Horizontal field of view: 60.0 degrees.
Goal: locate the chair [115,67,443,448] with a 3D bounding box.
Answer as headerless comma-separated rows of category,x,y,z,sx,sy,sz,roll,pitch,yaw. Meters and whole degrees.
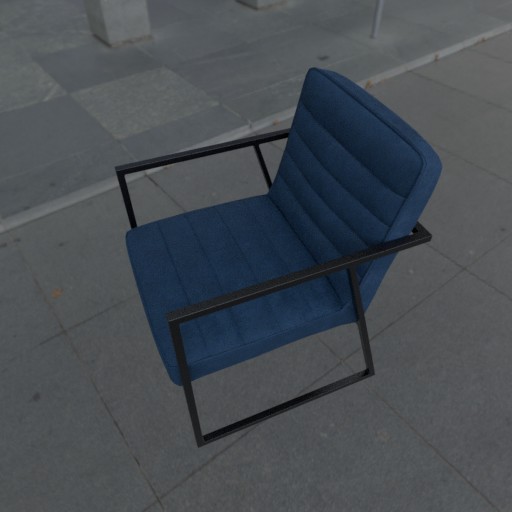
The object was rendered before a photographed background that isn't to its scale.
chair,0.000,0.000,1.270,0.677,0.833,0.571,-17,48,-16
